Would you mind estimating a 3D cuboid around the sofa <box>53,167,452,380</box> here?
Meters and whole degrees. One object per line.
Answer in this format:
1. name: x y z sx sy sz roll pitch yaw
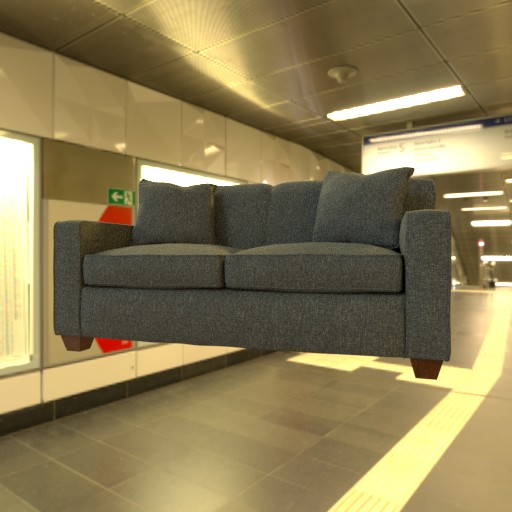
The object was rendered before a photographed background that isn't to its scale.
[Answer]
1. sofa: 0.000 0.000 2.367 1.846 0.958 0.998 0 0 18
